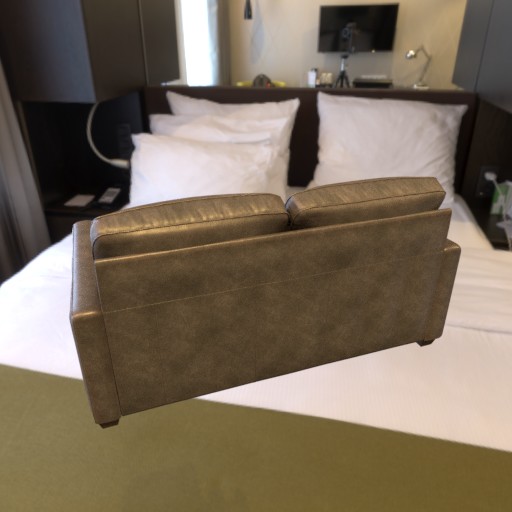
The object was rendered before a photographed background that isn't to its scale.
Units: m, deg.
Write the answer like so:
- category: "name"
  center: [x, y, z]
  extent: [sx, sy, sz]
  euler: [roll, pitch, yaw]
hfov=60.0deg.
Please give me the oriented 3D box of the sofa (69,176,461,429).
- category: "sofa"
  center: [0.000, 0.000, 2.237]
  extent: [1.732, 0.916, 0.939]
  euler: [-9, 28, -18]
